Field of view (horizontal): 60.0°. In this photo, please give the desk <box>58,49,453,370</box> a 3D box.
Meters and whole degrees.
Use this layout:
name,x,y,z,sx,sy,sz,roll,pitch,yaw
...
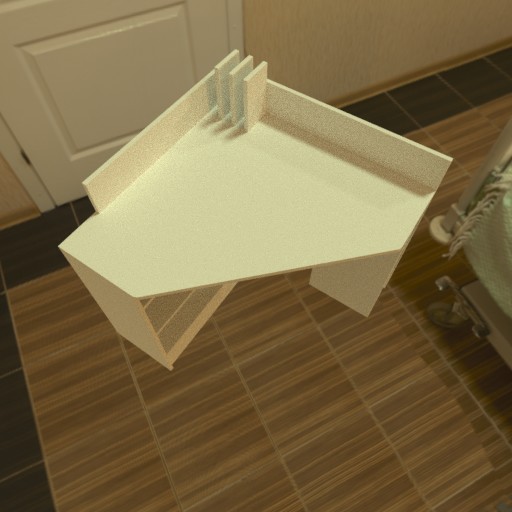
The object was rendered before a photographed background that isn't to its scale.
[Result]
name,x,y,z,sx,sy,sz,roll,pitch,yaw
desk,0.000,0.000,1.749,0.940,0.986,0.940,30,63,17
